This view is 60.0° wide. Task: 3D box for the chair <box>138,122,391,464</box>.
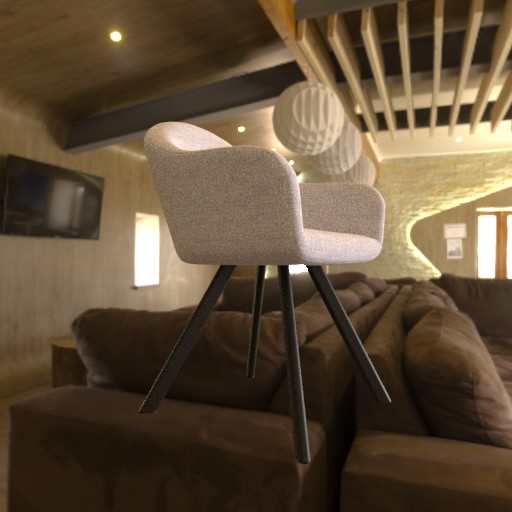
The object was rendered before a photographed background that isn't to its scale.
[{"bbox_3d":[0.000,0.000,1.177,0.570,0.780,0.540,0,-1,36],"label":"chair"}]
